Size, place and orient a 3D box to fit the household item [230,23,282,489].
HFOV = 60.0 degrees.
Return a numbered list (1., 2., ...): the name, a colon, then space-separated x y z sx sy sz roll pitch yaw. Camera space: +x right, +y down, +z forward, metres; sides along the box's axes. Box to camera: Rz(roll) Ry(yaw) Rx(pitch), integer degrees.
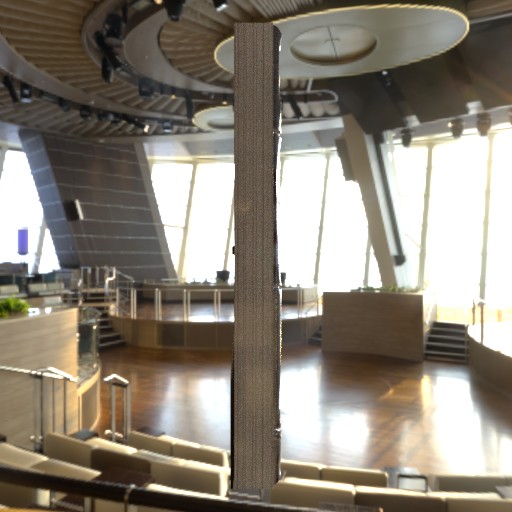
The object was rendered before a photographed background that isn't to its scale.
1. household item: 0.000 0.000 0.287 0.025 0.216 0.165 0 0 0
